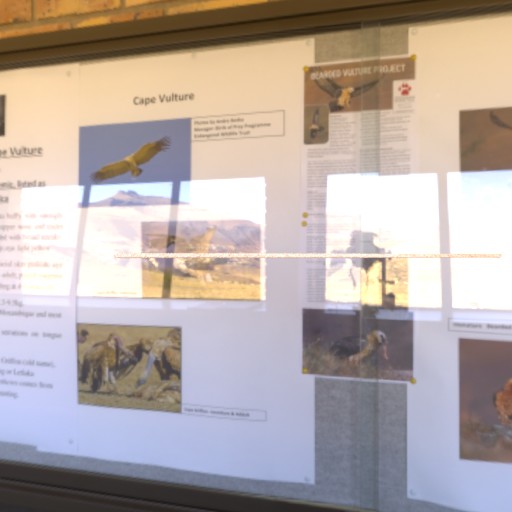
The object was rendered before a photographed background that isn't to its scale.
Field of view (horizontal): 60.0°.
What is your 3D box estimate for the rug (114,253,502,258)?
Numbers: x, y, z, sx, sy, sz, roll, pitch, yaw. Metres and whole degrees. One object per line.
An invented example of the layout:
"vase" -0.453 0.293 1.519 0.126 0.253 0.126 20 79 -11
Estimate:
"rug" 0.000 0.000 3.945 2.400 0.025 3.000 0 0 -18
